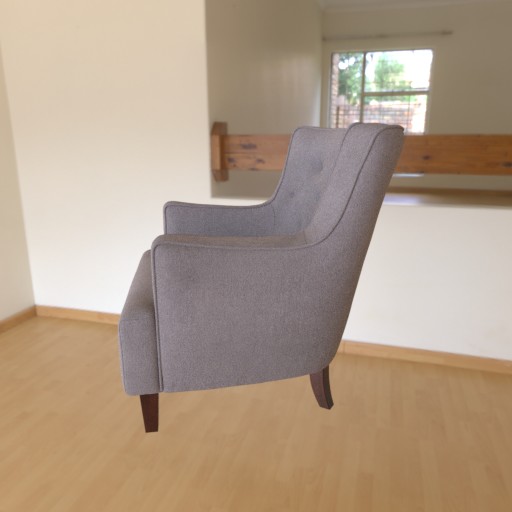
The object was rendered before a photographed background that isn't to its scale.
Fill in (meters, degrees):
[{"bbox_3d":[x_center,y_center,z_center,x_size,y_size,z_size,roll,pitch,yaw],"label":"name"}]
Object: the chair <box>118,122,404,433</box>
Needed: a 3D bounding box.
[{"bbox_3d":[0.000,0.000,1.611,0.910,0.919,0.781,-2,16,-8],"label":"chair"}]
